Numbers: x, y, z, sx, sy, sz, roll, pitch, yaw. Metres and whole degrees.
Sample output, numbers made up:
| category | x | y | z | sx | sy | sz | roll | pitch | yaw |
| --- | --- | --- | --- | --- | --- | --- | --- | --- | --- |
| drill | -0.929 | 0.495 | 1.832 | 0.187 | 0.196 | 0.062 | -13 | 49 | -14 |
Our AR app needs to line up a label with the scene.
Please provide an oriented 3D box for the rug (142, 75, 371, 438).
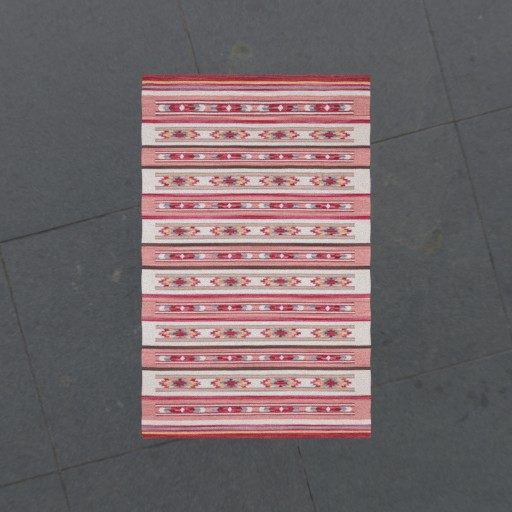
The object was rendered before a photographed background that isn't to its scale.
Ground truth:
| category | x | y | z | sx | sy | sz | roll | pitch | yaw |
| --- | --- | --- | --- | --- | --- | --- | --- | --- | --- |
| rug | 0.000 | 0.000 | 2.967 | 1.535 | 0.010 | 2.431 | 0 | 89 | 0 |
